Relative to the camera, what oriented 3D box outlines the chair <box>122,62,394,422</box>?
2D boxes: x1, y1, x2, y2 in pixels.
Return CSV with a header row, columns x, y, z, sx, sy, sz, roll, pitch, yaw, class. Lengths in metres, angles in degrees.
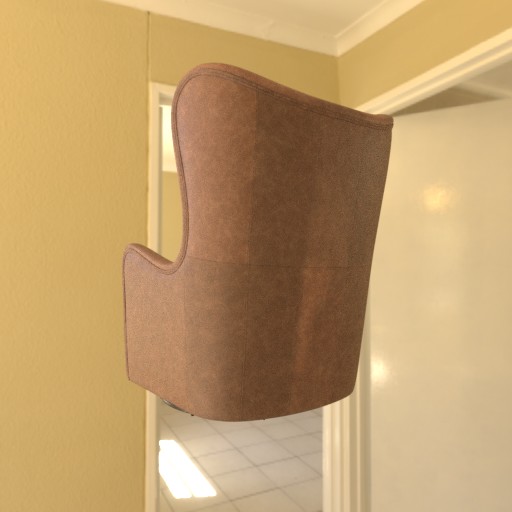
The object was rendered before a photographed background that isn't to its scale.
x,y,z,sx,sy,sz,roll,pitch,yaw,class
0.000,0.000,1.701,0.831,1.079,0.930,1,-2,-36,chair
